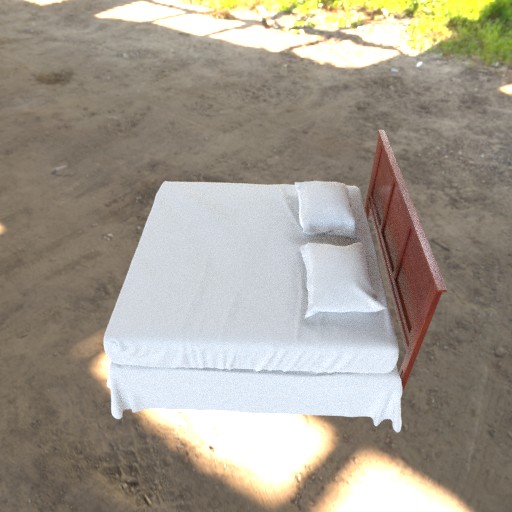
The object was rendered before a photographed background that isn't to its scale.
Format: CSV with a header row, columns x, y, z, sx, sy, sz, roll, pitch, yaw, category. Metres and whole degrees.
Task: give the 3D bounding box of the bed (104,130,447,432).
x,y,z,sx,sy,sz,roll,pitch,yaw,category
0.000,0.000,3.627,2.219,1.271,2.314,2,41,2,bed
